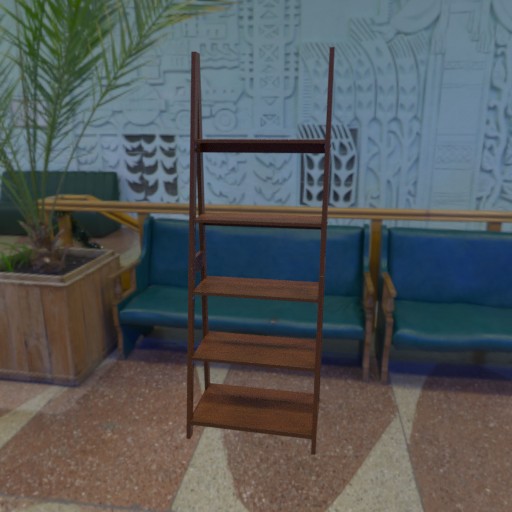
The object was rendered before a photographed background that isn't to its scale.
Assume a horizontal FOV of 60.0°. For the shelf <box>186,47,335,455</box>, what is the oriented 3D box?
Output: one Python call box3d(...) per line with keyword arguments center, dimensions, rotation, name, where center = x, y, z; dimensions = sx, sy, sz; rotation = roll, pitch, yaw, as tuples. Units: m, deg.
box3d(center=(0.000, 0.000, 2.033), dimensions=(0.630, 1.780, 0.356), rotation=(3, 16, 10), name="shelf")
